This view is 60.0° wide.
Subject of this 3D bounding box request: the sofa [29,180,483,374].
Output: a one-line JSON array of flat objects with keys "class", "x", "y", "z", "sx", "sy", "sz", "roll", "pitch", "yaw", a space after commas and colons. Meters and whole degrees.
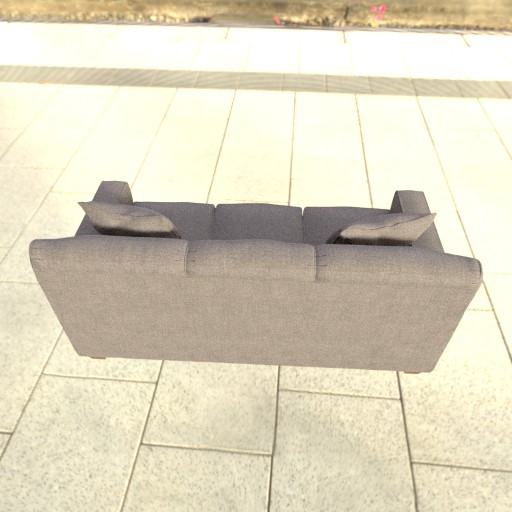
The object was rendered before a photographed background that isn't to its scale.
[{"class": "sofa", "x": 0.000, "y": 0.000, "z": 2.556, "sx": 2.024, "sy": 0.958, "sz": 0.997, "roll": 2, "pitch": 46, "yaw": 2}]
